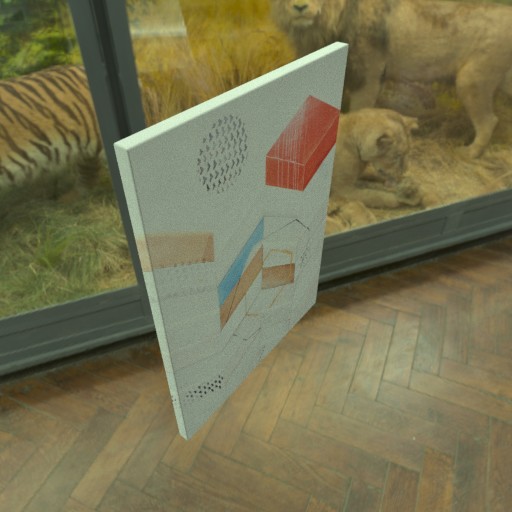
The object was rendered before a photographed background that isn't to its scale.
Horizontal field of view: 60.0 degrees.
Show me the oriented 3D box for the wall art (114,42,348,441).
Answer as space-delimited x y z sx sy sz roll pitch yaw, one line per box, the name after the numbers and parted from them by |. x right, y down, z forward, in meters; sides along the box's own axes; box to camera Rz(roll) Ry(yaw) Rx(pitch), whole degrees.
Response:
0.000 0.000 1.308 0.045 1.014 0.759 27 48 28 | wall art
